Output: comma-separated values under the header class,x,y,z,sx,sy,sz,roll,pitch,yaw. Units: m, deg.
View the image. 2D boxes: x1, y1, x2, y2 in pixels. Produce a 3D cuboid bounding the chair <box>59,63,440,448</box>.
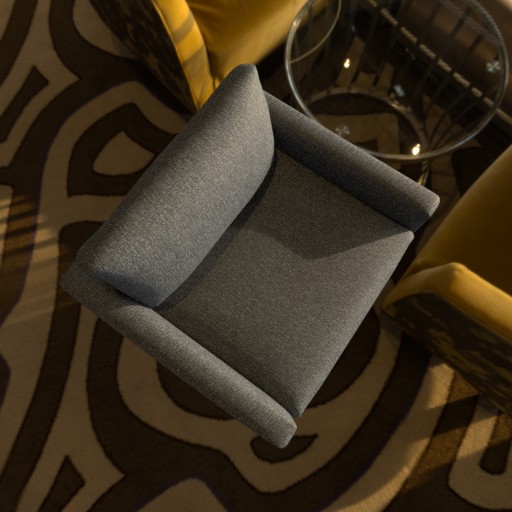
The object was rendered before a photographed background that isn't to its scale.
class,x,y,z,sx,sy,sz,roll,pitch,yaw
chair,0.000,0.000,1.586,0.866,0.861,0.963,34,77,9
